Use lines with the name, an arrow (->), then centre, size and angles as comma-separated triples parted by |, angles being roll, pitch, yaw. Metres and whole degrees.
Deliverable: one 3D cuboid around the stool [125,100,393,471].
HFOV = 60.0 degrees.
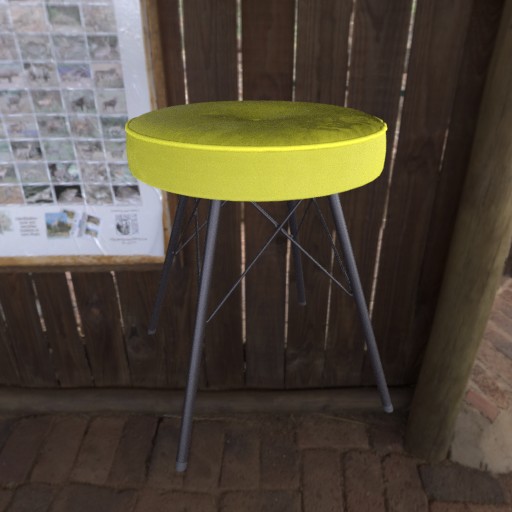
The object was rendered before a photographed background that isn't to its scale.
stool -> 0.000, 0.000, 0.811 | 0.409, 0.508, 0.409 | -8, 27, -17
